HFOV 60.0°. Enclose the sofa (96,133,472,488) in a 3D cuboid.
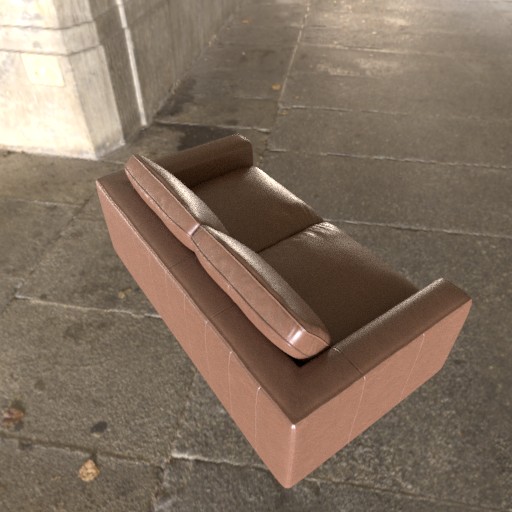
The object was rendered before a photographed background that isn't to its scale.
[{"bbox_3d":[0.000,0.000,2.422,1.070,0.800,1.920,-26,48,-25],"label":"sofa"}]
